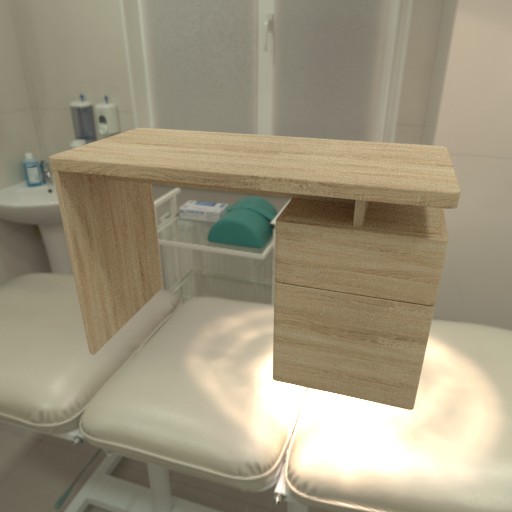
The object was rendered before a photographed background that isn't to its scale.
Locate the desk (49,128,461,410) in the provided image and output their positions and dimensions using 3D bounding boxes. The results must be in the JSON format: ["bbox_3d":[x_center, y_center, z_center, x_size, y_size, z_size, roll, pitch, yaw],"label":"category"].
[{"bbox_3d":[0.000,0.000,1.615,1.200,0.760,0.550,8,27,16],"label":"desk"}]
